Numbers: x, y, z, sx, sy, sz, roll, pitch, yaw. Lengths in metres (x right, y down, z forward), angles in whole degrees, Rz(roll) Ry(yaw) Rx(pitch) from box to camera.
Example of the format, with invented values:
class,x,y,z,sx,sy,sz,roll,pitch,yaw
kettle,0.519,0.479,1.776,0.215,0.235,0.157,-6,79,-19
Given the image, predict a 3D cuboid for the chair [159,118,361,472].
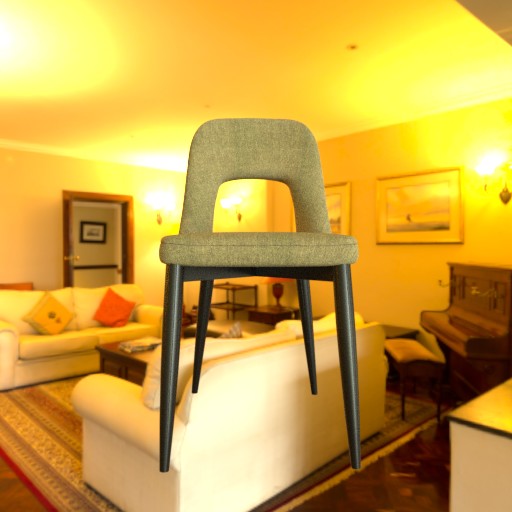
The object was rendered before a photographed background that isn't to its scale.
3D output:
class,x,y,z,sx,sy,sz,roll,pitch,yaw
chair,0.000,0.000,1.246,0.470,0.931,0.612,0,1,-2
